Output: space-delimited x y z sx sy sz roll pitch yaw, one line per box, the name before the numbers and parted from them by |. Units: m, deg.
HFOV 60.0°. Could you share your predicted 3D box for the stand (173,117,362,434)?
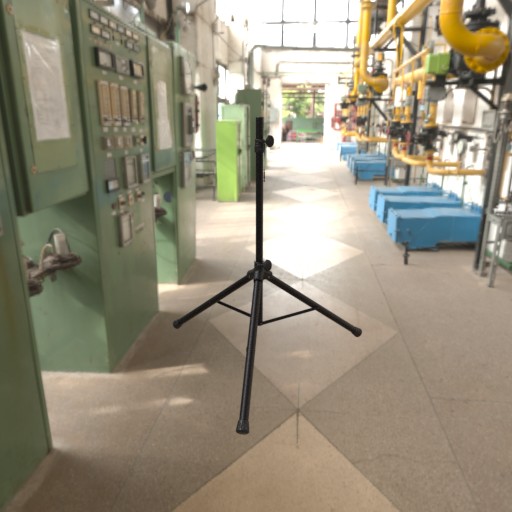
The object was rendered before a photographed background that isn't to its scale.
stand | 0.000 0.000 1.897 1.045 1.136 0.907 2 17 7
